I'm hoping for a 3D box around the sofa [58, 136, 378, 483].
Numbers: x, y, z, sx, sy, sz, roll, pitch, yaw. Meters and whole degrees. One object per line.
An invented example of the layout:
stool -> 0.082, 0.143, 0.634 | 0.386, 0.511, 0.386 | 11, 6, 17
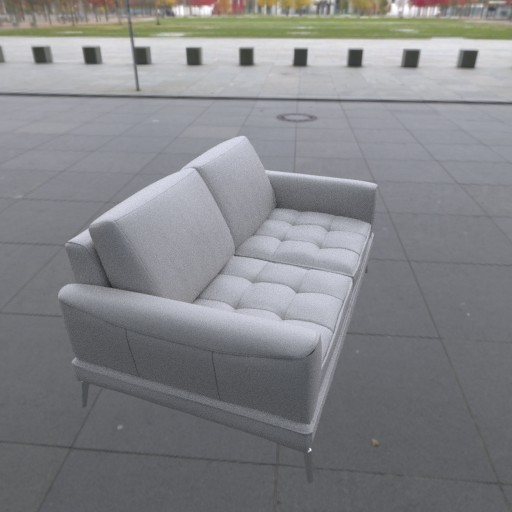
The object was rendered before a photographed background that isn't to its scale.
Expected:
sofa -> 0.000, 0.000, 2.405 | 1.121, 0.930, 1.819 | 10, 30, 18
